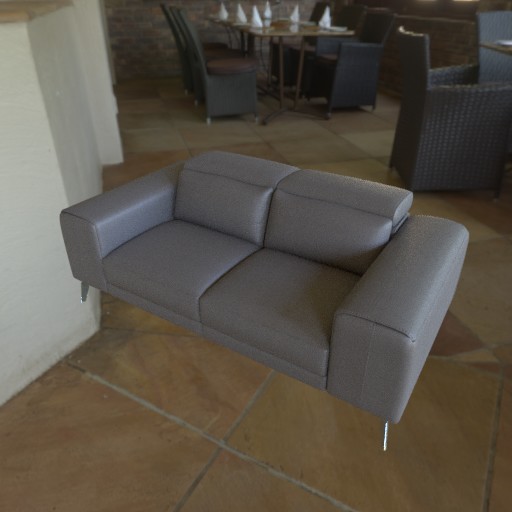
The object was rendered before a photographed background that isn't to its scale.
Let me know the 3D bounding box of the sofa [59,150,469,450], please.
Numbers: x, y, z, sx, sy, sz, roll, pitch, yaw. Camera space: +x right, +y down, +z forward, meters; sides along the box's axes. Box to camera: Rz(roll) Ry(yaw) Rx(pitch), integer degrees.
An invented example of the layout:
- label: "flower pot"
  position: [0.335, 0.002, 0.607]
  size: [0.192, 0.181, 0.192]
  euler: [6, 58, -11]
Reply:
- label: "sofa"
  position: [0.000, 0.000, 2.402]
  size: [1.930, 0.753, 1.024]
  euler: [18, 35, 27]
